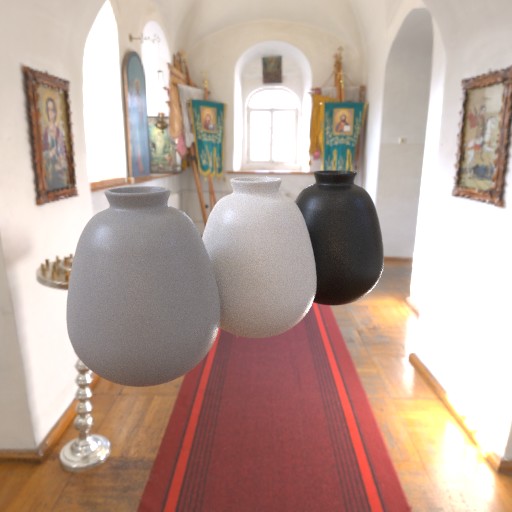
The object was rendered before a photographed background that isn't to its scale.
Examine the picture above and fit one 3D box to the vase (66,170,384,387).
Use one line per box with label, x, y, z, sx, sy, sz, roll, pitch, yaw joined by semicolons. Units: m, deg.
vase;0.000;0.000;0.354;0.297;0.122;0.097;-14;21;-42
